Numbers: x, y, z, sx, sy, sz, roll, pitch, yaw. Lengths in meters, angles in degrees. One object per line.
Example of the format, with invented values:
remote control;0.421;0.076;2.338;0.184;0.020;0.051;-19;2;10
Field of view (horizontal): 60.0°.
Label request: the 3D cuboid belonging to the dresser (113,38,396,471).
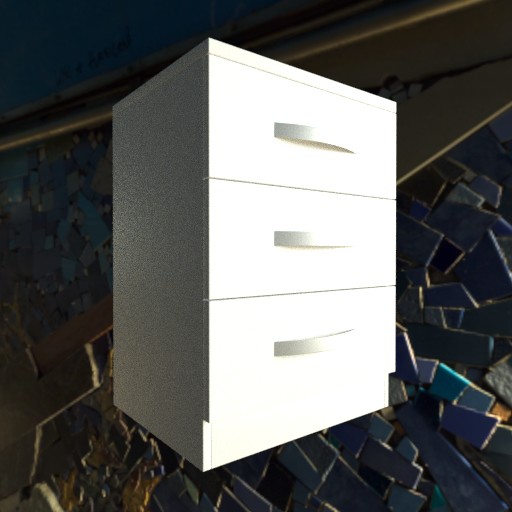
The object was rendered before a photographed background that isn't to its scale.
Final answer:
dresser;0.000;0.000;0.813;0.400;0.560;0.360;0;1;-38
